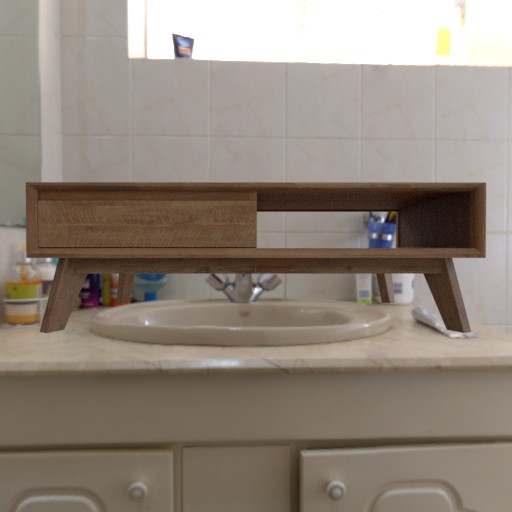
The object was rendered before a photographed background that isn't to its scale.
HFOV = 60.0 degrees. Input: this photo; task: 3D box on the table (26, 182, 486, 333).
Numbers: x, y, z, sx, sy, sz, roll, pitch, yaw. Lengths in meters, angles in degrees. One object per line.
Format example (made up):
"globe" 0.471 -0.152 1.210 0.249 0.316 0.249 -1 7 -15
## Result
"table" 0.000 0.000 2.014 1.619 0.531 0.918 0 1 0
